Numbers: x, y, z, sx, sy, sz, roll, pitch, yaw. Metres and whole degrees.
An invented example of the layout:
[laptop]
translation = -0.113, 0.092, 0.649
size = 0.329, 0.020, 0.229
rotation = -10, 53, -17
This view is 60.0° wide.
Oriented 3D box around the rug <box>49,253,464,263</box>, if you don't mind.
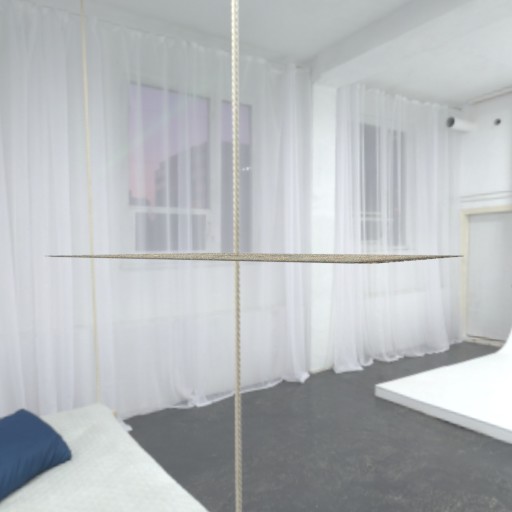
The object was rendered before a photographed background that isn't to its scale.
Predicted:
[rug]
translation = 0.000, 0.000, 4.193
size = 3.221, 0.011, 2.379
rotation = 1, 1, 35
